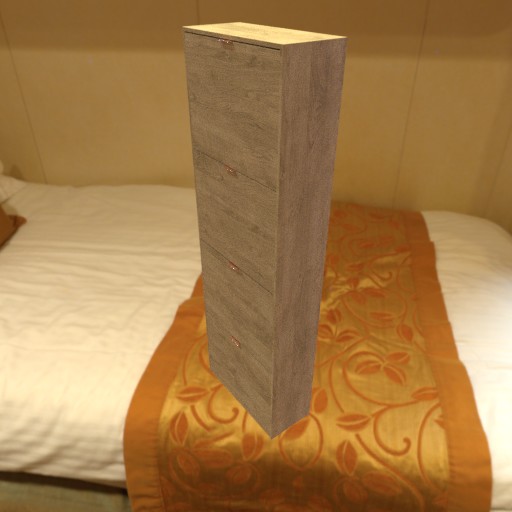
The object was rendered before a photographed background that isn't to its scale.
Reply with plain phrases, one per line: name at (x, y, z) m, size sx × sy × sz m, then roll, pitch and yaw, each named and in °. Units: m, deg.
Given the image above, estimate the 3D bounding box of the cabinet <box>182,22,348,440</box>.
cabinet at (0.000, 0.000, 1.794) m, size 0.250 × 1.630 × 0.520 m, roll -22°, pitch 39°, yaw -31°
